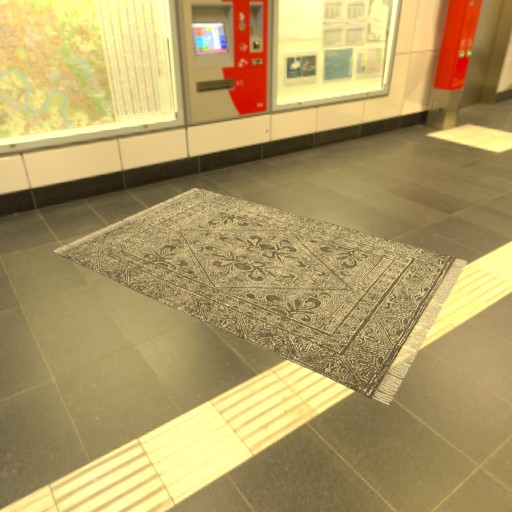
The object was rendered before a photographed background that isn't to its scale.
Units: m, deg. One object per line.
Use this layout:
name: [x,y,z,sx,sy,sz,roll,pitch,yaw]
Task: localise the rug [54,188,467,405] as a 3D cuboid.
rug: [0.000,0.000,3.058,2.440,0.010,1.529,19,34,30]
